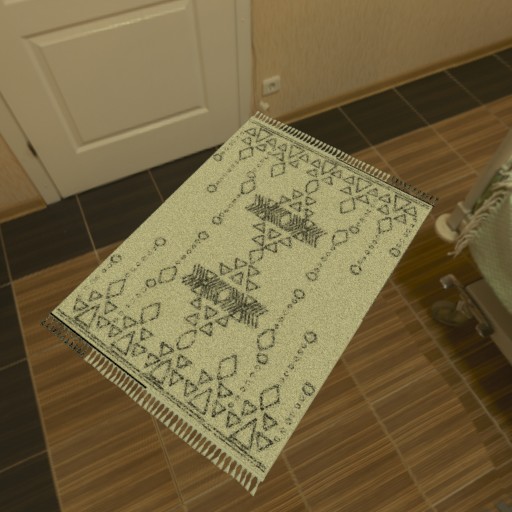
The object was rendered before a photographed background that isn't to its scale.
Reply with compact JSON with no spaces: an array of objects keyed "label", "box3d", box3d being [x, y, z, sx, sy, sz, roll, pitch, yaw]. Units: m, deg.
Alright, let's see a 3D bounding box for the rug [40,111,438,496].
[{"label":"rug","box3d":[0.000,0.000,2.945,1.600,0.013,2.312,31,64,17]}]
